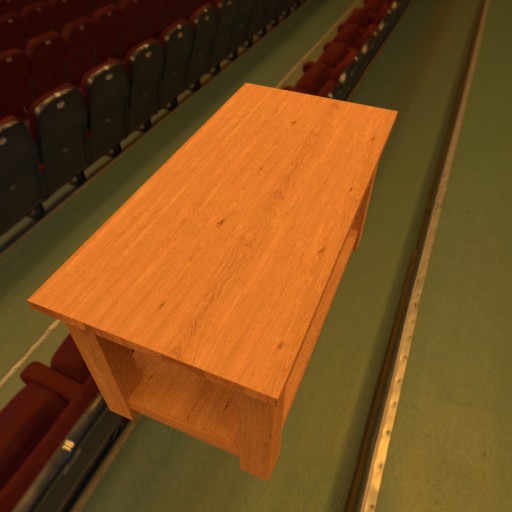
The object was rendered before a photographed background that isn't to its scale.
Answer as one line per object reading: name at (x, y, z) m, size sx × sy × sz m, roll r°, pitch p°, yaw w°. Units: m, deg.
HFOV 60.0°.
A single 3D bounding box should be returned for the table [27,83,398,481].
table at (0.000, 0.000, 1.129) m, size 0.450 × 0.452 × 0.899 m, roll 17°, pitch 48°, yaw 16°
